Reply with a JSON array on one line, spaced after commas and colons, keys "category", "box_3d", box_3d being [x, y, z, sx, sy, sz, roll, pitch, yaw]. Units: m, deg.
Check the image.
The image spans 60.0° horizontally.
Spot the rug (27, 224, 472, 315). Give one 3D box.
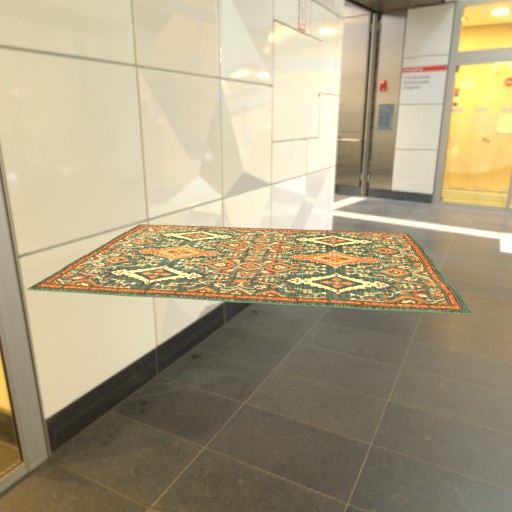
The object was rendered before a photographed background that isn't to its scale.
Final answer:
[{"category": "rug", "box_3d": [0.000, 0.000, 3.062, 2.373, 0.009, 1.622, 2, 17, 8]}]
